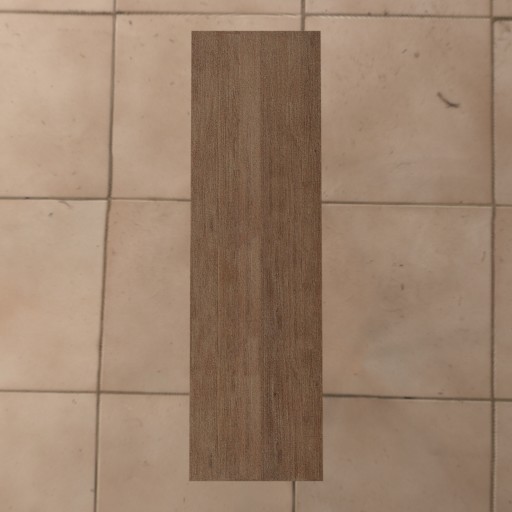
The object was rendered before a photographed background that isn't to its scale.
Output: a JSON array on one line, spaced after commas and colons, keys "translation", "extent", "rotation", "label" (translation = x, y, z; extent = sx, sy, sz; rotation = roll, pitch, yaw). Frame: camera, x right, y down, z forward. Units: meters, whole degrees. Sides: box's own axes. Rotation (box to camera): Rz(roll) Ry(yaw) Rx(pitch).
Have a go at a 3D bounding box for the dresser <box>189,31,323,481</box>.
[{"translation": [0.000, 0.000, 1.930], "extent": [0.455, 0.805, 1.554], "rotation": [0, 88, 0], "label": "dresser"}]
